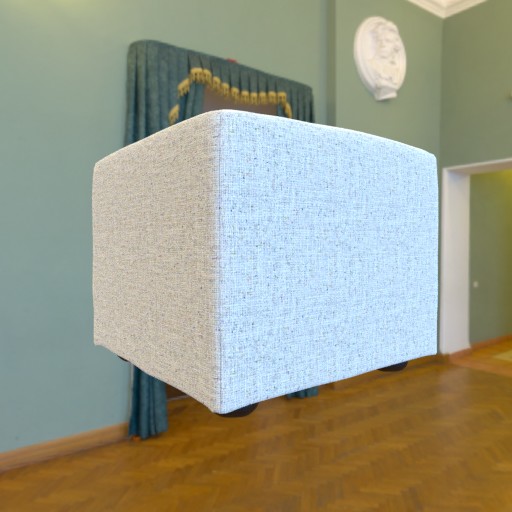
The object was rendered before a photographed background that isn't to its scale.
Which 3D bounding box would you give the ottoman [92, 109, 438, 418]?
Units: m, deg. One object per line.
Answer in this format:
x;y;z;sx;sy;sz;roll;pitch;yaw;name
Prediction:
0.000;0.000;0.905;0.512;0.453;0.521;-1;2;-37;ottoman
